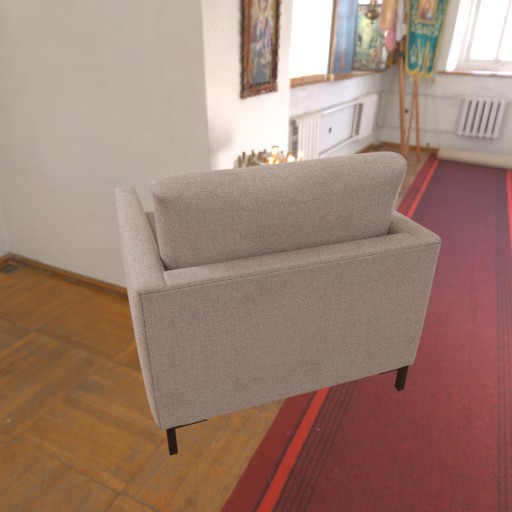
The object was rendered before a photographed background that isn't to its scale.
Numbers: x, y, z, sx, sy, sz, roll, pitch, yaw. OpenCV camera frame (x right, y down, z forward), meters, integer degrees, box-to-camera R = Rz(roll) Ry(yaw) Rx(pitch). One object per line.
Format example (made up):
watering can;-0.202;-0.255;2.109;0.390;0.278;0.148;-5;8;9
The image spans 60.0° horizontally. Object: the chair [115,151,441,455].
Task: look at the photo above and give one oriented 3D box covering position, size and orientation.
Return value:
chair;0.000;0.000;1.679;0.963;0.861;0.866;-9;29;-17
